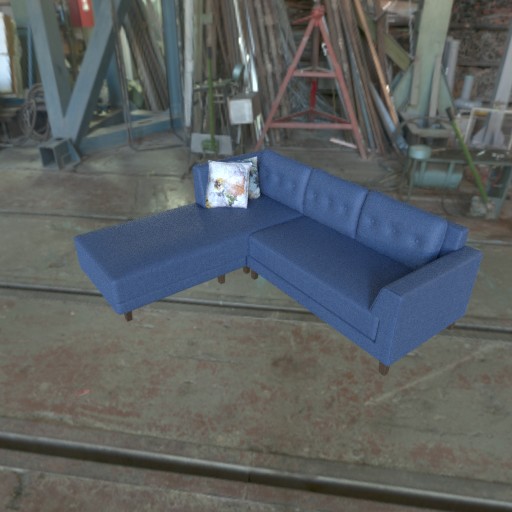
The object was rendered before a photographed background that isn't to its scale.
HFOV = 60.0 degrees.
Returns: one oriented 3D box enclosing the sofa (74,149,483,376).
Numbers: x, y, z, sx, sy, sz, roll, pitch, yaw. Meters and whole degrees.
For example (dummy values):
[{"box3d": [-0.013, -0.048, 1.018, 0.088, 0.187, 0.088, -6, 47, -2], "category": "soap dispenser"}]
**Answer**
[{"box3d": [0.000, 0.000, 3.022, 1.829, 0.787, 2.120, -21, 36, -31], "category": "sofa"}]
